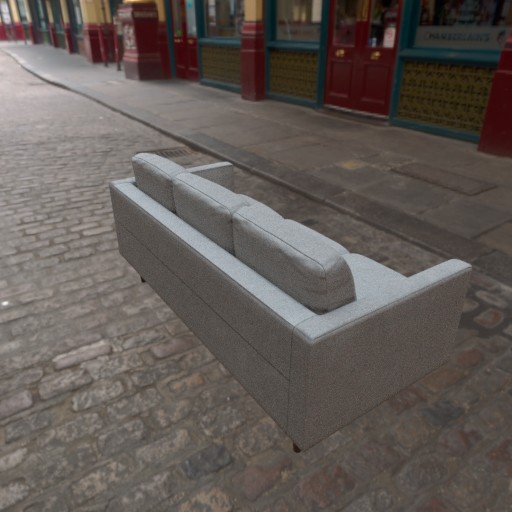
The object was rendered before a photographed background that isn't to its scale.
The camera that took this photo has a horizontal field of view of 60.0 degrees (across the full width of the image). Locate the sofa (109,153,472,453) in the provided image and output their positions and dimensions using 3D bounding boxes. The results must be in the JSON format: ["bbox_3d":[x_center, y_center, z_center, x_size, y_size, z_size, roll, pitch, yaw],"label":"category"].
[{"bbox_3d":[0.000,0.000,2.466,0.944,0.918,1.983,-17,32,-30],"label":"sofa"}]
